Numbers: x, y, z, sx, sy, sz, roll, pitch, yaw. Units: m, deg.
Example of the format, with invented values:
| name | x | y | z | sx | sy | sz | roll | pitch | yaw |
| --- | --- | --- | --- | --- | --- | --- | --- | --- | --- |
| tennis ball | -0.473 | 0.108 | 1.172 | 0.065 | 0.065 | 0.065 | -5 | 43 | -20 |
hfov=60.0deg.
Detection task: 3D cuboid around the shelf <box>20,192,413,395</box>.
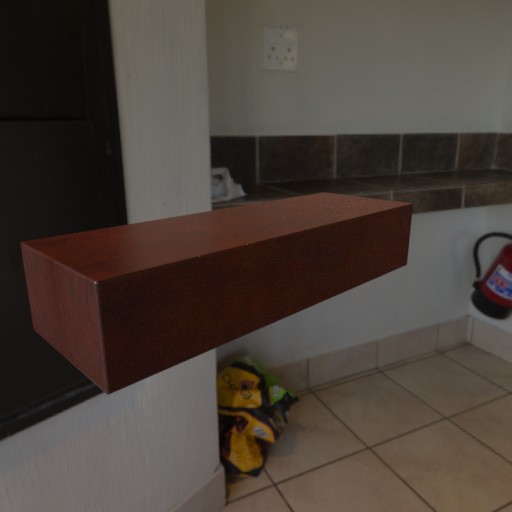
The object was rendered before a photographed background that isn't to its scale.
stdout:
| name | x | y | z | sx | sy | sz | roll | pitch | yaw |
| --- | --- | --- | --- | --- | --- | --- | --- | --- | --- |
| shelf | 0.000 | 0.000 | 0.521 | 0.457 | 0.088 | 0.152 | -15 | 22 | -42 |
